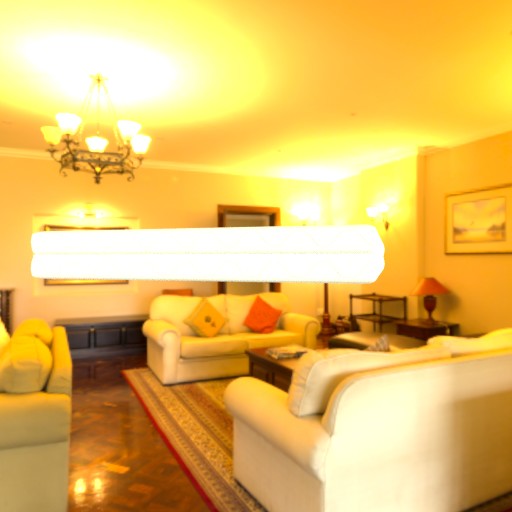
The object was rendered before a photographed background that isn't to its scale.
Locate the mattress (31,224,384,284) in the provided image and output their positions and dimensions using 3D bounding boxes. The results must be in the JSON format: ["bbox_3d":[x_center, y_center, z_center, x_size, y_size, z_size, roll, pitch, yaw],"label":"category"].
[{"bbox_3d":[0.000,0.000,2.558,1.400,0.200,1.900,0,0,17],"label":"mattress"}]
